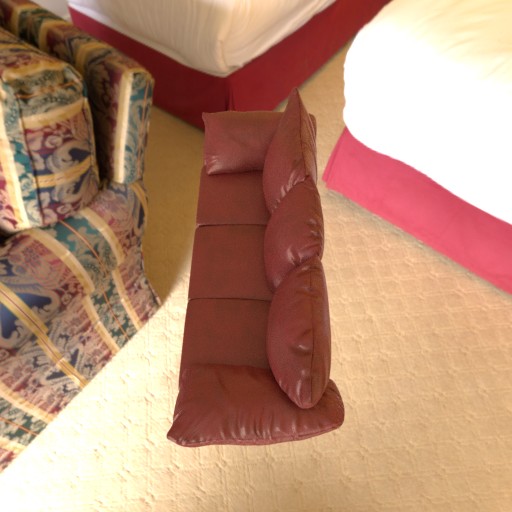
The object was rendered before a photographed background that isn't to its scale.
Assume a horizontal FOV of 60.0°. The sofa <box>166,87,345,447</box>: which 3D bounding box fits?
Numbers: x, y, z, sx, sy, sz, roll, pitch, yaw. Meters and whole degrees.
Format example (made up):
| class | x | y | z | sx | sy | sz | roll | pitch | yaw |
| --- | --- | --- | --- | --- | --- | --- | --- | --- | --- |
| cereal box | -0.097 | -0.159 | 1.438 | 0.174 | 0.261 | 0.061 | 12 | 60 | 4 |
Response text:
| class | x | y | z | sx | sy | sz | roll | pitch | yaw |
| --- | --- | --- | --- | --- | --- | --- | --- | --- | --- |
| sofa | 0.000 | 0.000 | 2.923 | 0.907 | 1.091 | 2.390 | 1 | 58 | 0 |
